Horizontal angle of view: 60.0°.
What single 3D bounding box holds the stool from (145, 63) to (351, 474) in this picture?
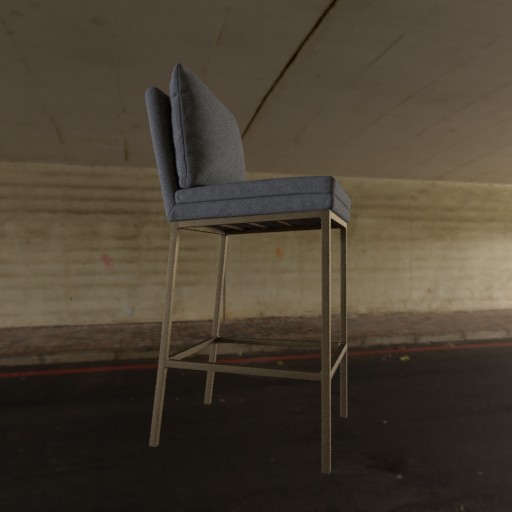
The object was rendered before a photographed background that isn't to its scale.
[{"bbox_3d":[0.000,0.000,1.437,0.569,1.130,0.463,0,0,17],"label":"stool"}]
